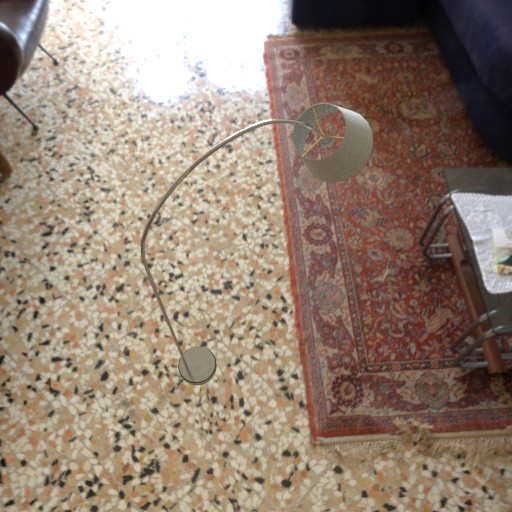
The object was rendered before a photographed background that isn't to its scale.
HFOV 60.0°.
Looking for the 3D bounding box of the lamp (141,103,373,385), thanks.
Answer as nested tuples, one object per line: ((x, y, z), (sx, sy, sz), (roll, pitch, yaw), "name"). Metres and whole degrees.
((0.000, 0.000, 2.739), (1.445, 2.098, 0.406), (-34, 64, -19), "lamp")
